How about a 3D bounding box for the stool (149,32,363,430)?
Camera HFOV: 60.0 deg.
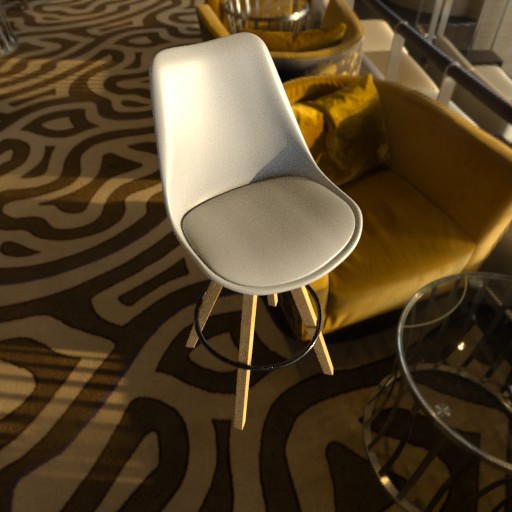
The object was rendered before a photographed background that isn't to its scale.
[{"bbox_3d":[0.000,0.000,1.368,0.485,1.115,0.550,-24,50,-22],"label":"stool"}]
